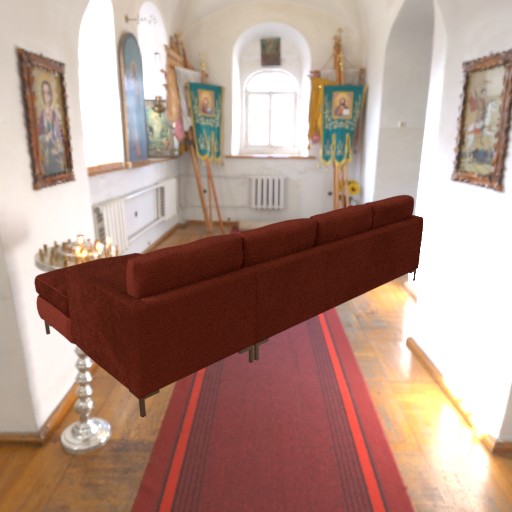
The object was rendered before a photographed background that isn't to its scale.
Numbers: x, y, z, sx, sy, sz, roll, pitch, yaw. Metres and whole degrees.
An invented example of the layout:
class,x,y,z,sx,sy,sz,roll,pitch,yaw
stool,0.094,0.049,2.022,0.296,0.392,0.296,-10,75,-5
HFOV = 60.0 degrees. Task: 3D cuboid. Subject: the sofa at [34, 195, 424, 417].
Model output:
class,x,y,z,sx,sy,sz,roll,pitch,yaw
sofa,0.000,0.000,3.497,2.932,0.810,1.350,-16,23,-42
